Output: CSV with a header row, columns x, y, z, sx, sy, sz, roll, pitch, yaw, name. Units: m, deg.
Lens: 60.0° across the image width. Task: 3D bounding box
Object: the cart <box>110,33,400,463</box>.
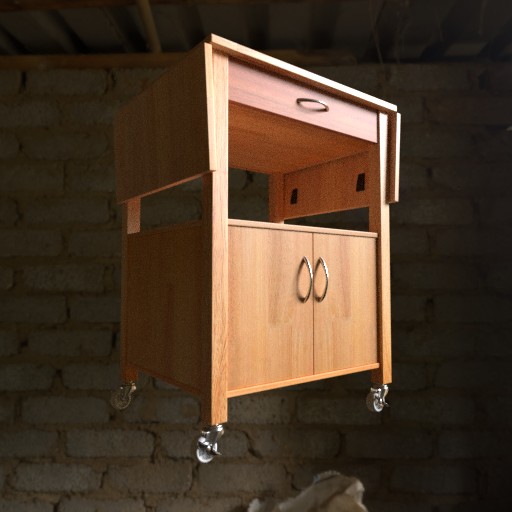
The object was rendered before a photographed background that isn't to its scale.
x,y,z,sx,sy,sz,roll,pitch,yaw,name
0.000,0.000,1.233,0.640,0.838,0.508,2,-3,-38,cart
